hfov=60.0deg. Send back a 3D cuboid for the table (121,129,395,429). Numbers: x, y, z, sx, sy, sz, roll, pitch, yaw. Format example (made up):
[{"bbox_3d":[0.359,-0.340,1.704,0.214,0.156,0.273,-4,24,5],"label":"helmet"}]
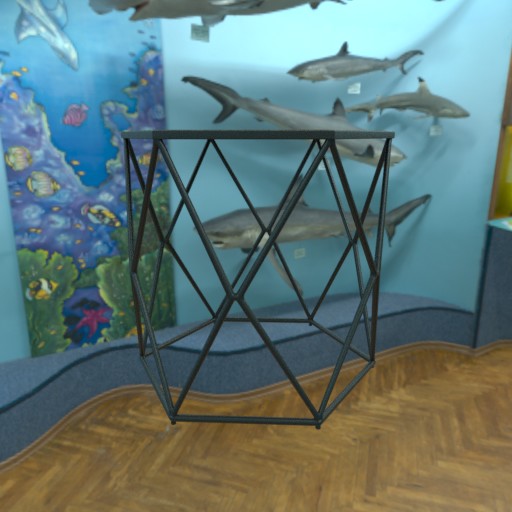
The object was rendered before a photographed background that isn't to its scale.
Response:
[{"bbox_3d":[0.000,0.000,1.039,0.579,0.564,0.578,-7,17,-25],"label":"table"}]
